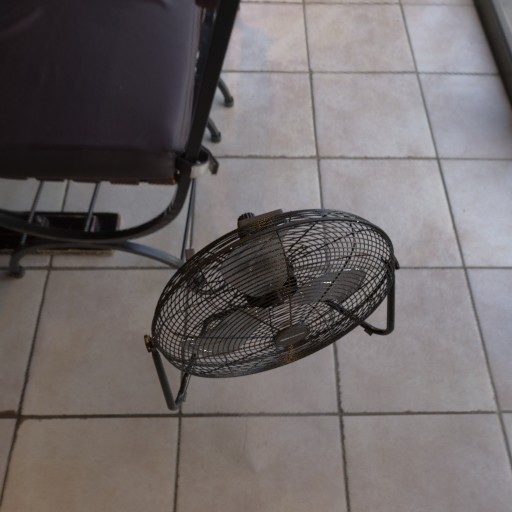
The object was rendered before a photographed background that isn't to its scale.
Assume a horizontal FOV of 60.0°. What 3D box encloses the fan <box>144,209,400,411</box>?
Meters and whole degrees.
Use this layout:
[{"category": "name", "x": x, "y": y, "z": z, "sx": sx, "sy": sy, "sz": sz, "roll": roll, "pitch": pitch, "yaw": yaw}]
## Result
[{"category": "fan", "x": 0.000, "y": 0.000, "z": 0.941, "sx": 0.555, "sy": 0.546, "sz": 0.424, "roll": -17, "pitch": 65, "yaw": -8}]
